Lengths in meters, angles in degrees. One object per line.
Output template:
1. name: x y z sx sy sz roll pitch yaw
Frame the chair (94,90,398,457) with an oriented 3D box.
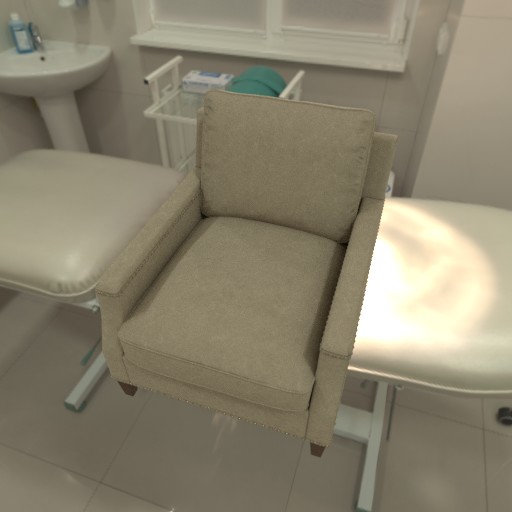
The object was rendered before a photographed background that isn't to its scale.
1. chair: 0.000 0.000 1.699 0.853 0.943 1.014 13 43 14
